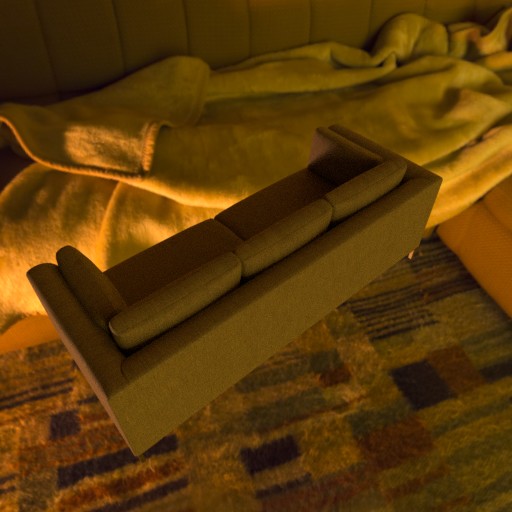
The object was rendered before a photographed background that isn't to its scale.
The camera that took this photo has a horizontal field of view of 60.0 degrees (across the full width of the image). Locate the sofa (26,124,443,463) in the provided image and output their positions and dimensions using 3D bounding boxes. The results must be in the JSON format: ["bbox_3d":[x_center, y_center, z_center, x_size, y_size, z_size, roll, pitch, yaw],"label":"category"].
[{"bbox_3d":[0.000,0.000,2.848,2.415,0.867,0.969,-31,53,-27],"label":"sofa"}]
